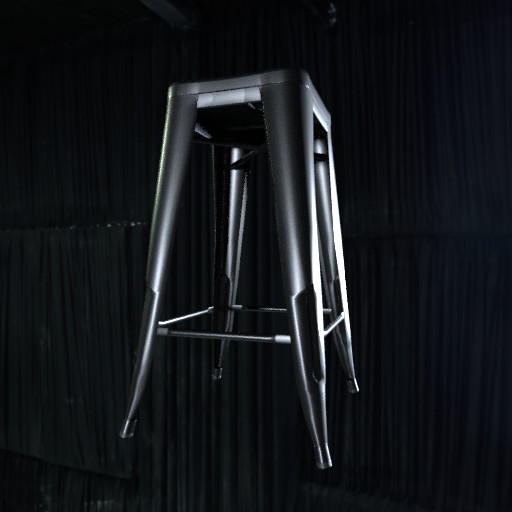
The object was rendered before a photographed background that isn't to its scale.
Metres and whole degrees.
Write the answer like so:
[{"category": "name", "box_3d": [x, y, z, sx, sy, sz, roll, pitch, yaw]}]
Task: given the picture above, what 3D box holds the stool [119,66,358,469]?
[{"category": "stool", "box_3d": [0.000, 0.000, 0.871, 0.359, 0.609, 0.399, 0, 0, 18]}]
